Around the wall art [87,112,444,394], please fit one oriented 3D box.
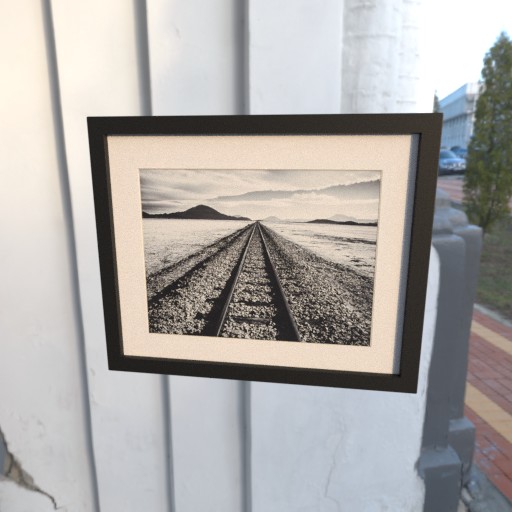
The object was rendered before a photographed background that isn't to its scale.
[{"bbox_3d":[0.000,0.000,0.755,0.559,0.458,0.029,2,14,8],"label":"wall art"}]
